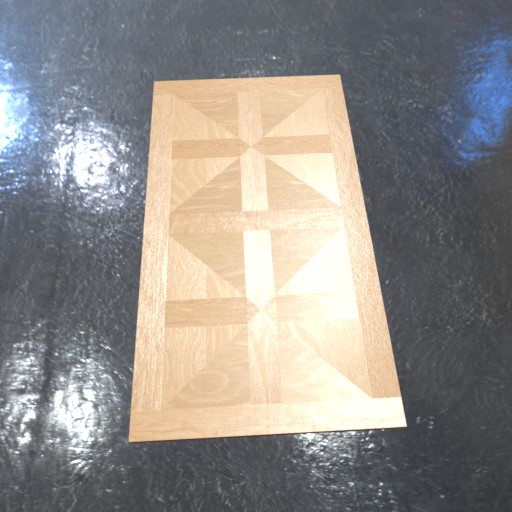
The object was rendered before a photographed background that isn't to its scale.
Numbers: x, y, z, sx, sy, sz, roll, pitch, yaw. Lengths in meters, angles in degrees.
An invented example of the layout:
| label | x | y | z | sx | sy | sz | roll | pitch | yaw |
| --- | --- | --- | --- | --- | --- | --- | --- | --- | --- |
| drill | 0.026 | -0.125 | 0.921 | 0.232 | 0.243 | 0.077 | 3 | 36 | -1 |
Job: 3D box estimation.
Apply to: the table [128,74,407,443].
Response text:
| label | x | y | z | sx | sy | sz | roll | pitch | yaw |
| --- | --- | --- | --- | --- | --- | --- | --- | --- | --- |
| table | 0.000 | 0.000 | 1.639 | 0.711 | 0.507 | 1.270 | -3 | 64 | -1 |
